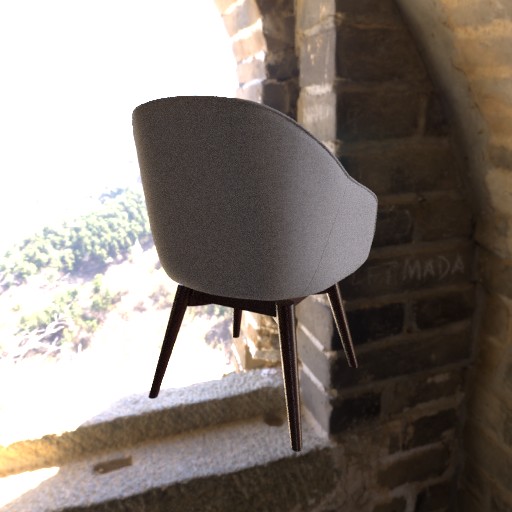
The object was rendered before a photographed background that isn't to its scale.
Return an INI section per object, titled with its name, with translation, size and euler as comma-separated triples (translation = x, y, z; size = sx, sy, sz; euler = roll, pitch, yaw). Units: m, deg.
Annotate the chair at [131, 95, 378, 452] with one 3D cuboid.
[chair]
translation = 0.000, 0.000, 1.268
size = 0.596, 0.823, 0.635
euler = 8, 17, 28
